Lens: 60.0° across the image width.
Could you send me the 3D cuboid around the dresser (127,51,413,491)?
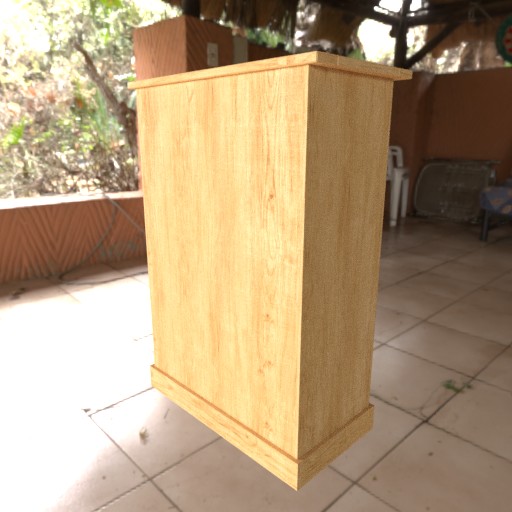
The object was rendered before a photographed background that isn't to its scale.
[{"bbox_3d":[0.000,0.000,1.713,0.485,1.300,0.915,-14,21,-43],"label":"dresser"}]
